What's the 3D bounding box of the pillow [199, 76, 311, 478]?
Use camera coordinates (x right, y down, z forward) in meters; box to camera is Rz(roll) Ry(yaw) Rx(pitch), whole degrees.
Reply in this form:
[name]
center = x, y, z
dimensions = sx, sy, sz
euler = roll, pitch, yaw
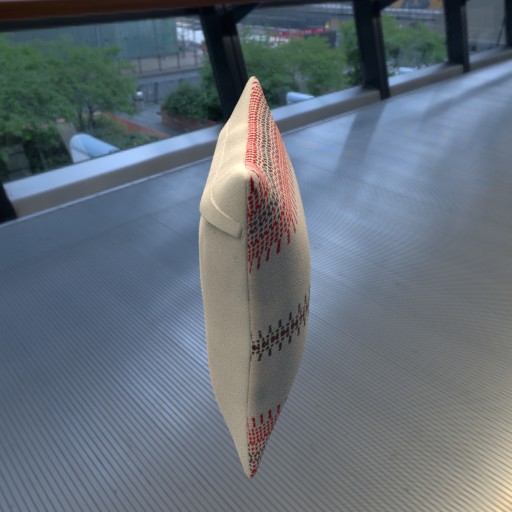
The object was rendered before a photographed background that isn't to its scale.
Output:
[pillow]
center = 0.000, 0.000, 0.700
dimensions = 0.160, 0.454, 0.463
euler = 0, 32, 0
